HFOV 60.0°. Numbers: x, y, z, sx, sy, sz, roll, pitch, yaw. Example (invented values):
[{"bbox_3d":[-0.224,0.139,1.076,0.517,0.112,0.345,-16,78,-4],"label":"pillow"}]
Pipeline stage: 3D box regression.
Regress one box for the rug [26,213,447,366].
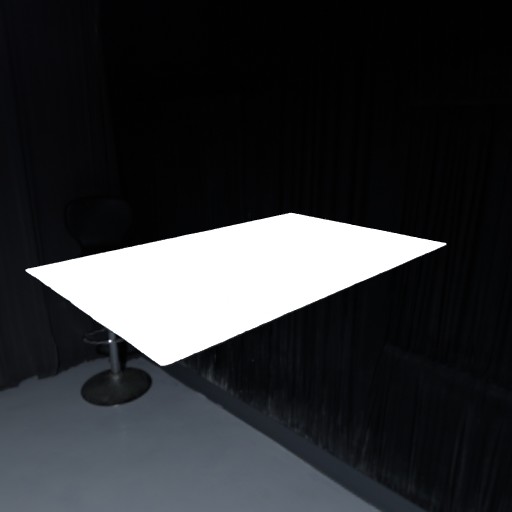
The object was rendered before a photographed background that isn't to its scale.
[{"bbox_3d":[0.000,0.000,2.987,2.442,0.010,1.546,-16,23,-42],"label":"rug"}]
